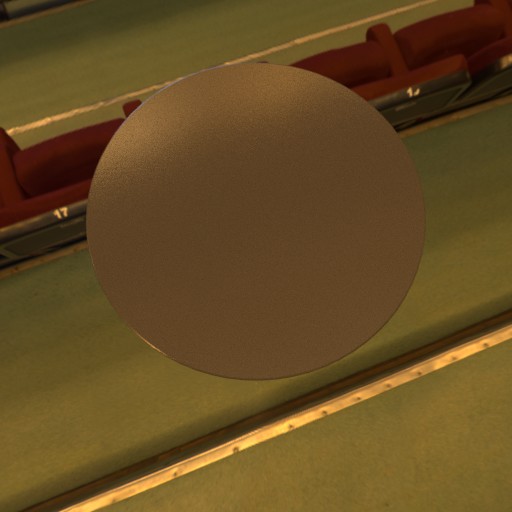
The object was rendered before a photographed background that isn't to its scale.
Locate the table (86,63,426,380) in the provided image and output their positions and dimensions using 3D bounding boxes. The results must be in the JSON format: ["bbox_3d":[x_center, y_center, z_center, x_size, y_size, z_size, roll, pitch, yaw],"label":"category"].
[{"bbox_3d":[0.000,0.000,0.918,0.500,0.550,0.500,0,74,0],"label":"table"}]
